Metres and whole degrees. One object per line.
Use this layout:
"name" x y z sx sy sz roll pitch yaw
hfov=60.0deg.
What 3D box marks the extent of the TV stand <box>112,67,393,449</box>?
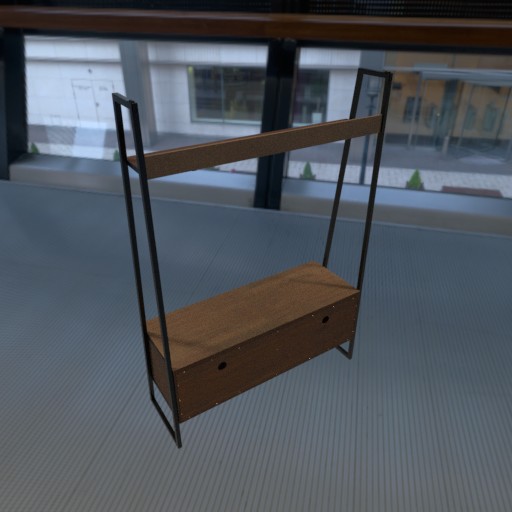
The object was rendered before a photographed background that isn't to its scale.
"TV stand" 0.000 0.000 2.349 1.250 1.772 0.432 -18 35 -28
